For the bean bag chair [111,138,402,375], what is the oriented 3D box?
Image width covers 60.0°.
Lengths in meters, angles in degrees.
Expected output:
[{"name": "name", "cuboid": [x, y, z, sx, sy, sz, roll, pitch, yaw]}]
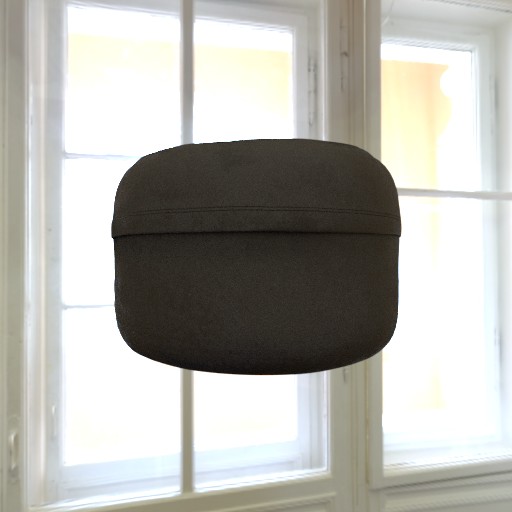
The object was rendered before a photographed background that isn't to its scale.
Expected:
[{"name": "bean bag chair", "cuboid": [0.000, 0.000, 1.466, 0.918, 0.605, 0.918, 0, 0, 0]}]
